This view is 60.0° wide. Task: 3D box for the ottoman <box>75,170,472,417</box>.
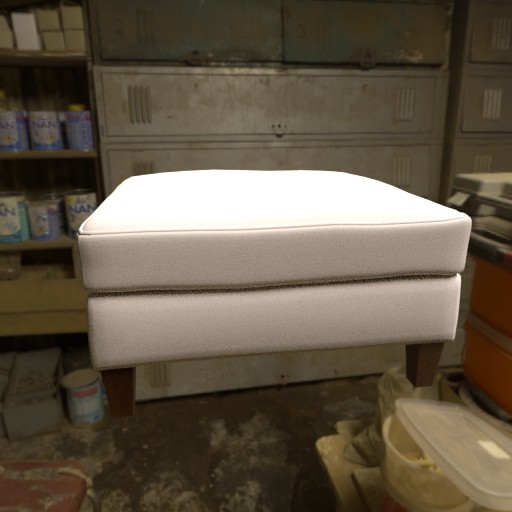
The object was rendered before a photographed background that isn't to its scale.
[{"bbox_3d":[0.000,0.000,1.329,0.838,0.479,0.838,-3,17,-9],"label":"ottoman"}]
